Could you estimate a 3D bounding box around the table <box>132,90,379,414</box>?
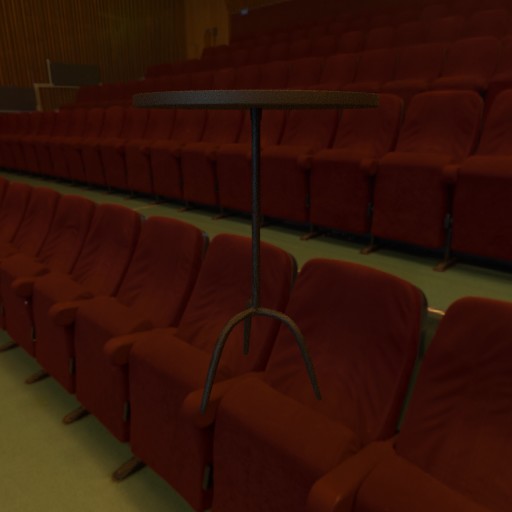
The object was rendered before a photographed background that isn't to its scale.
[{"bbox_3d":[0.000,0.000,1.036,0.502,0.700,0.502,16,23,41],"label":"table"}]
